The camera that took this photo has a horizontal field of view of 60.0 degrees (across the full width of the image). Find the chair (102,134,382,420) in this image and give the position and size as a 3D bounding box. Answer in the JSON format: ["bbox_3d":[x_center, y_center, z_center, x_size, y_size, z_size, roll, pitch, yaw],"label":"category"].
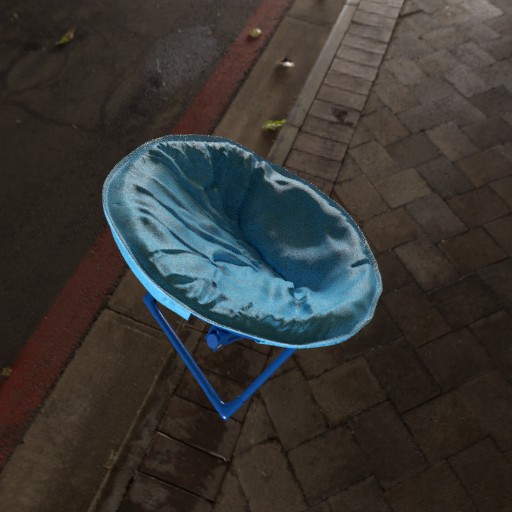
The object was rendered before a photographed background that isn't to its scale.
[{"bbox_3d":[0.000,0.000,0.895,0.465,0.478,0.520,-32,64,-18],"label":"chair"}]
